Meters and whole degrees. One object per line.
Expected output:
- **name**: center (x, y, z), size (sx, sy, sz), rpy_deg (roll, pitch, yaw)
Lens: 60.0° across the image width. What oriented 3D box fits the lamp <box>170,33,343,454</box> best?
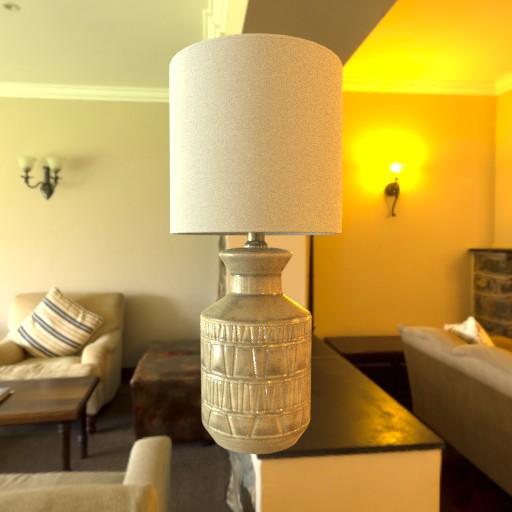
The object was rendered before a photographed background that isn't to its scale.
- **lamp**: center (0.000, 0.000, 0.558), size (0.211, 0.455, 0.211), rpy_deg (1, 2, 34)
